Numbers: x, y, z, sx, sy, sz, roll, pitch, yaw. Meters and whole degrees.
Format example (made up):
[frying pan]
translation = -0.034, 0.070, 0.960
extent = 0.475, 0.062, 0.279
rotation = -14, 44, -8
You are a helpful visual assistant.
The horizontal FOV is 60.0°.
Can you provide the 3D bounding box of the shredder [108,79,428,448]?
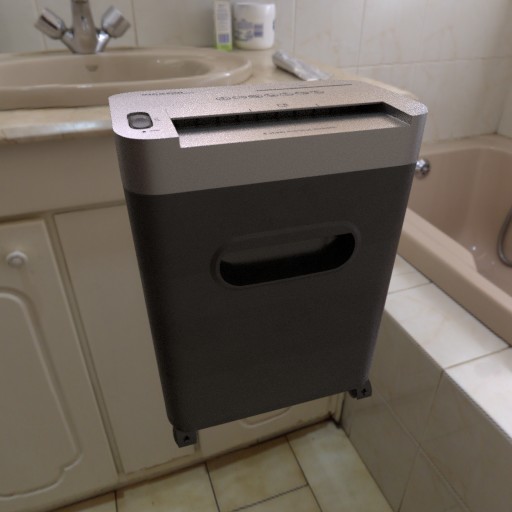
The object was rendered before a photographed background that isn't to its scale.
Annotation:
[shredder]
translation = 0.000, 0.000, 0.596
extent = 0.311, 0.419, 0.237
rotation = -9, 33, -15
